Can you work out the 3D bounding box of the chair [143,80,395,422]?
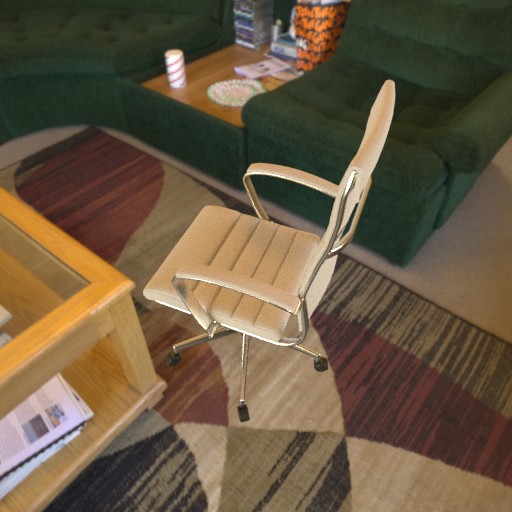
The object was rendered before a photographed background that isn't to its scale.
[{"bbox_3d":[0.000,0.000,1.520,0.667,1.149,0.679,15,48,15],"label":"chair"}]
